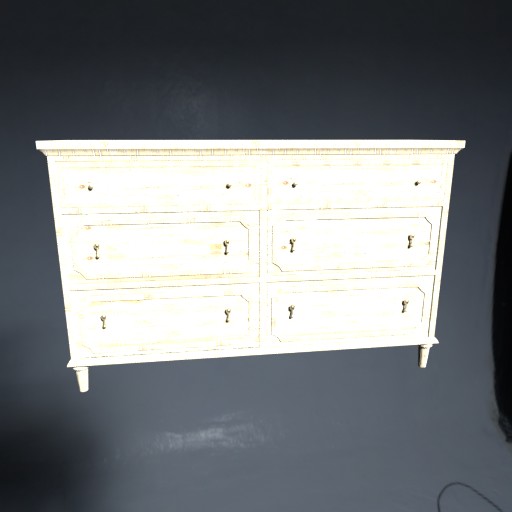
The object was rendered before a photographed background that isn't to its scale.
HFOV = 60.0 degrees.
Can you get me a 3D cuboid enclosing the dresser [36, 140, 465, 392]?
[{"bbox_3d":[0.000,0.000,2.015,1.626,1.016,0.457,-2,15,-7],"label":"dresser"}]
